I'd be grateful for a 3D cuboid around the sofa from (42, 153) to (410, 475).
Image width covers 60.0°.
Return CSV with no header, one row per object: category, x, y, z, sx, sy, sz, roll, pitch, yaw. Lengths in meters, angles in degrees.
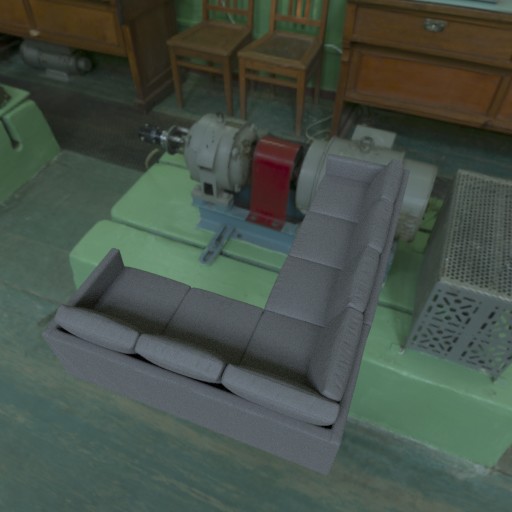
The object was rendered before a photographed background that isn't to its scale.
sofa,0.000,0.000,4.369,2.432,0.871,3.182,16,50,14
